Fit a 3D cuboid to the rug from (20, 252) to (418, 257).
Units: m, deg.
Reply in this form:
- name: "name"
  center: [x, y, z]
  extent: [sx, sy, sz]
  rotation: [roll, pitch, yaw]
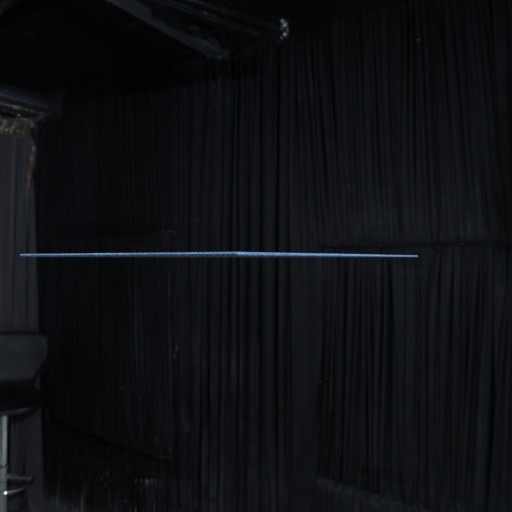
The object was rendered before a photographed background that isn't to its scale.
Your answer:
- name: "rug"
  center: [0.000, 0.000, 3.045]
  extent: [1.526, 0.015, 2.441]
  rotation: [0, 0, 35]
